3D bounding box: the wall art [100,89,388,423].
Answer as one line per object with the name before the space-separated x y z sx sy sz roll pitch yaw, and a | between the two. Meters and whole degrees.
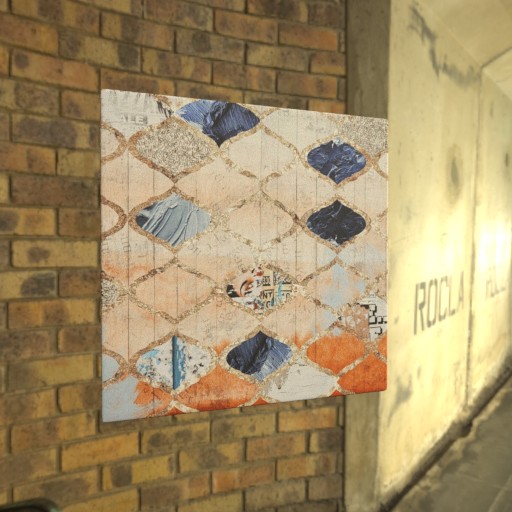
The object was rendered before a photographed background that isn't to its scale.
wall art | 0.000 0.000 0.768 0.507 0.508 0.038 0 1 -18
